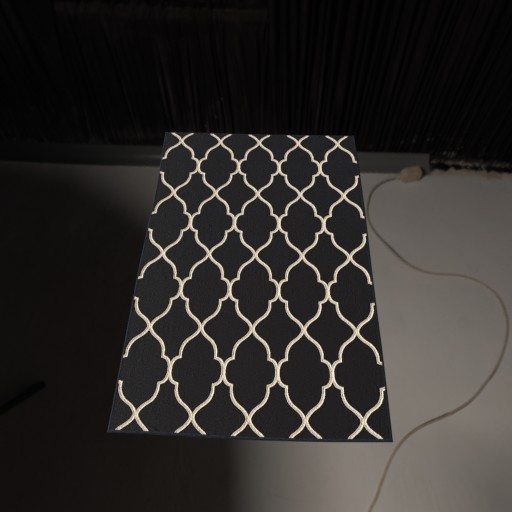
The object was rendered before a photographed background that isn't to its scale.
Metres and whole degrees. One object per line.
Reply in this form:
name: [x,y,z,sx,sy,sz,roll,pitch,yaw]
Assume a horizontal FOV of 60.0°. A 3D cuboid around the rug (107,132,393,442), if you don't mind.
rug: [0.000,0.000,2.951,1.528,0.014,2.294,1,58,1]
